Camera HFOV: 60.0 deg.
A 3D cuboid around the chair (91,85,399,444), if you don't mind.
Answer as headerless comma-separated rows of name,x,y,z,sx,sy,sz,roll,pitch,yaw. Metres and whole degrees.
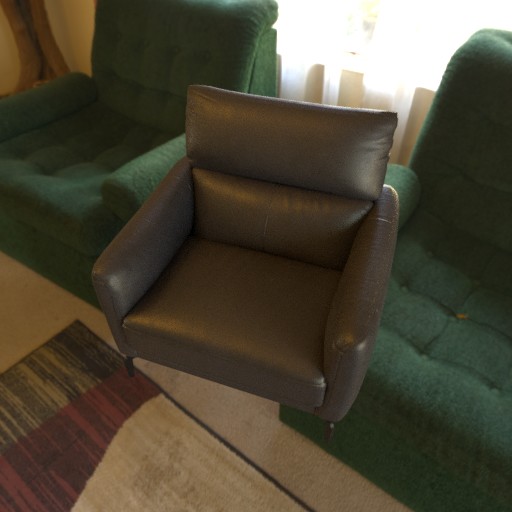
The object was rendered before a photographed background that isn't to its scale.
chair,0.000,0.000,1.668,0.976,0.949,0.809,13,43,14
